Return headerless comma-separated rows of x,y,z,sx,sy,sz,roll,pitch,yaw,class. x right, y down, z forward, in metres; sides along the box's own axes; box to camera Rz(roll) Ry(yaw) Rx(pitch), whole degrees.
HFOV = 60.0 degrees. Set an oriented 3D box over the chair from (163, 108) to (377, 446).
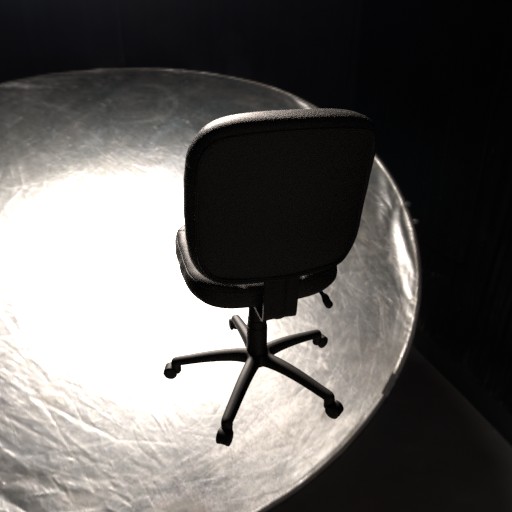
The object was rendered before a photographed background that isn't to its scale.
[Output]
0.000,0.000,1.406,0.647,0.959,0.646,-8,27,-16,chair
